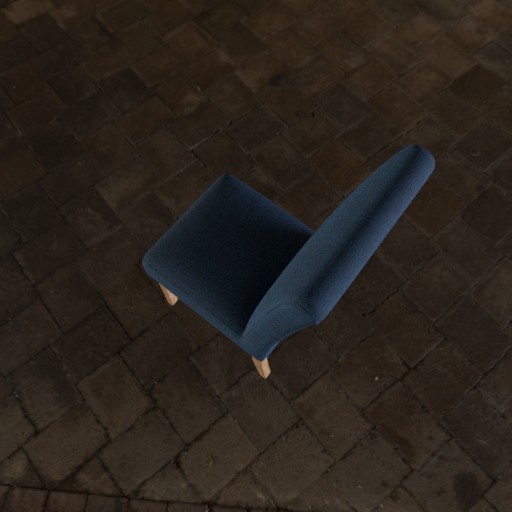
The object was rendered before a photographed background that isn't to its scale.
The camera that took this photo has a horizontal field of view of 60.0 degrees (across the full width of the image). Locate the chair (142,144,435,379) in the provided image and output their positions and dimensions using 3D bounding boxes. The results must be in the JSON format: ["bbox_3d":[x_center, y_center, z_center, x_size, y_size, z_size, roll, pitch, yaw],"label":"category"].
[{"bbox_3d":[0.000,0.000,1.356,0.610,1.029,0.450,35,70,15],"label":"chair"}]
